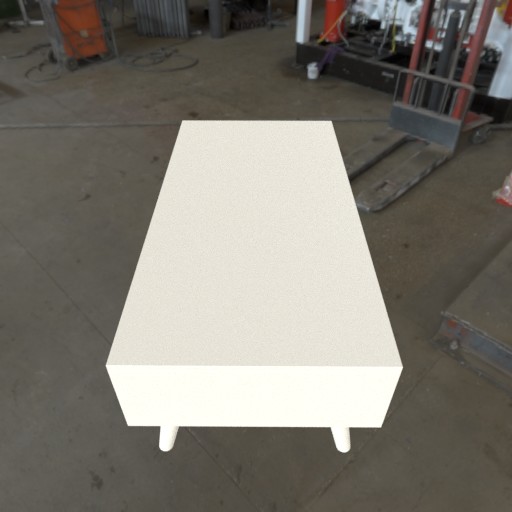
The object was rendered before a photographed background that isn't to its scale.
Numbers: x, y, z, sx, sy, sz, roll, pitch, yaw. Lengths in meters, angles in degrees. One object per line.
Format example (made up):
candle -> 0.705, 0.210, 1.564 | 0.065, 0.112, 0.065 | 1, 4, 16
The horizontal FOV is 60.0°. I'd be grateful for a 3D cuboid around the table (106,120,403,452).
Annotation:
table -> 0.000, 0.000, 1.500 | 0.609, 0.432, 1.194 | 0, 41, 0
